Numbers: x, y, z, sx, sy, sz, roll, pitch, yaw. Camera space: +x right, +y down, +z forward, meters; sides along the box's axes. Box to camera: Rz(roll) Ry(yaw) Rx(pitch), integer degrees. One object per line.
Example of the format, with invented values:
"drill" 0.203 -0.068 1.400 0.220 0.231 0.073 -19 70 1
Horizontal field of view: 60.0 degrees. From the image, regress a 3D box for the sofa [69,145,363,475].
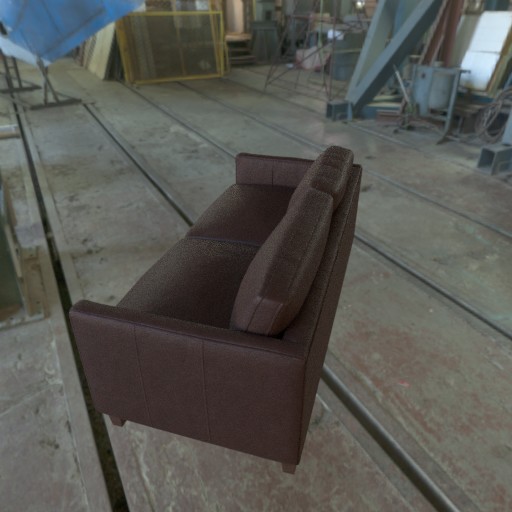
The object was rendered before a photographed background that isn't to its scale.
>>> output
"sofa" 0.000 0.000 2.426 0.923 0.863 1.971 9 32 14
